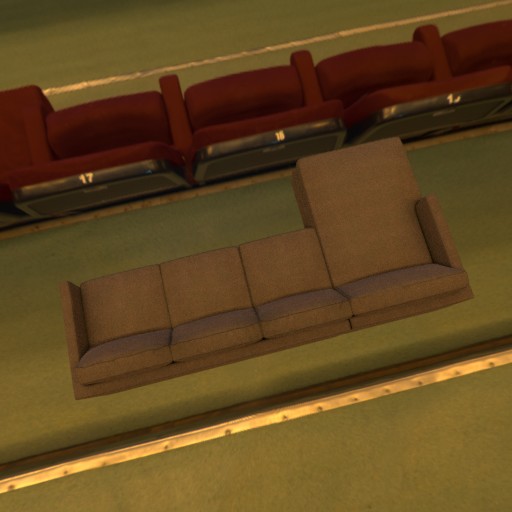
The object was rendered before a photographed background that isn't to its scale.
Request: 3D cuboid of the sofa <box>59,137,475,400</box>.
[{"bbox_3d":[0.000,0.000,3.850,3.205,0.922,1.650,-14,76,-3],"label":"sofa"}]
